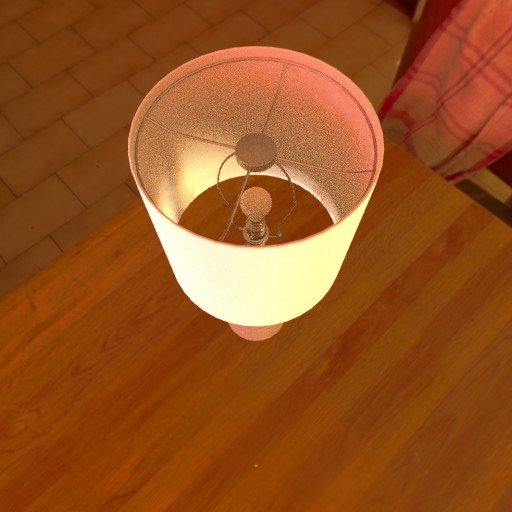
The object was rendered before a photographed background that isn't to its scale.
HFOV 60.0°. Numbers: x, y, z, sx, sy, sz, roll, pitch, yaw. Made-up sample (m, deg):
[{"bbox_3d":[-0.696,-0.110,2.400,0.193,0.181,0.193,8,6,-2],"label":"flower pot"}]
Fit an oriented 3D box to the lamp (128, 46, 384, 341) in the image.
[{"bbox_3d":[0.000,0.000,0.568,0.207,0.461,0.207,15,66,7],"label":"lamp"}]
